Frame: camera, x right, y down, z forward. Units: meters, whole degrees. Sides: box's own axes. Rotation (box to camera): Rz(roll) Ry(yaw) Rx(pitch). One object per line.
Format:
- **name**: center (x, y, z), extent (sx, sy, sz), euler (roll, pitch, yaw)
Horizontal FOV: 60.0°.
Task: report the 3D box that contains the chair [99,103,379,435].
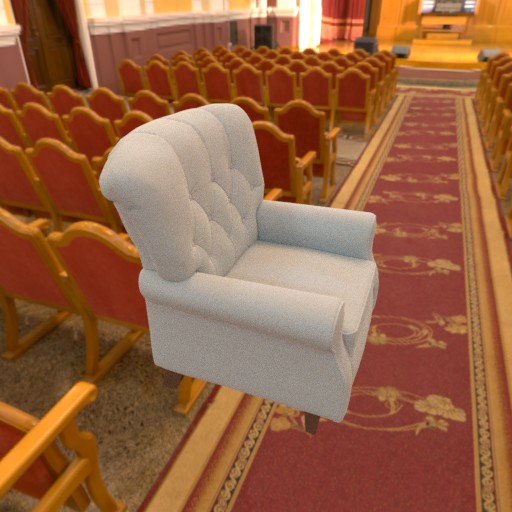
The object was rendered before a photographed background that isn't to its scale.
- **chair**: center (0.000, 0.000, 2.115), extent (1.128, 1.217, 1.090), euler (11, 32, 18)
